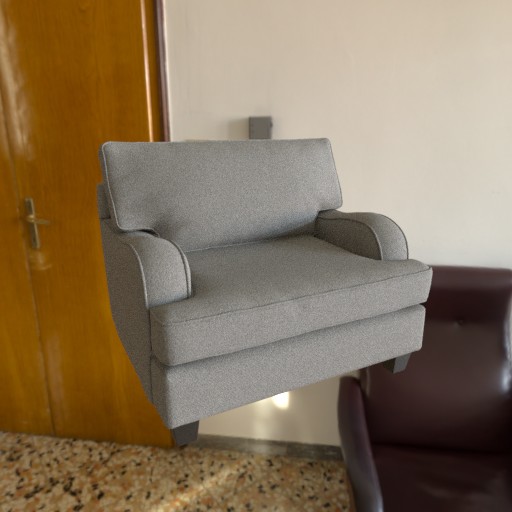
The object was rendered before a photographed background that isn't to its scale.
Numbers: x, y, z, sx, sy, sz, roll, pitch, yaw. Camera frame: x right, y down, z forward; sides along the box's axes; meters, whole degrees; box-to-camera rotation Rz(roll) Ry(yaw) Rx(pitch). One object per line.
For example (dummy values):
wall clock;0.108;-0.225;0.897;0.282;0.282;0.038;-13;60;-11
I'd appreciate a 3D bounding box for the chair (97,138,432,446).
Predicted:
chair;0.000;0.000;2.028;1.220;1.016;1.040;-9;19;-26
